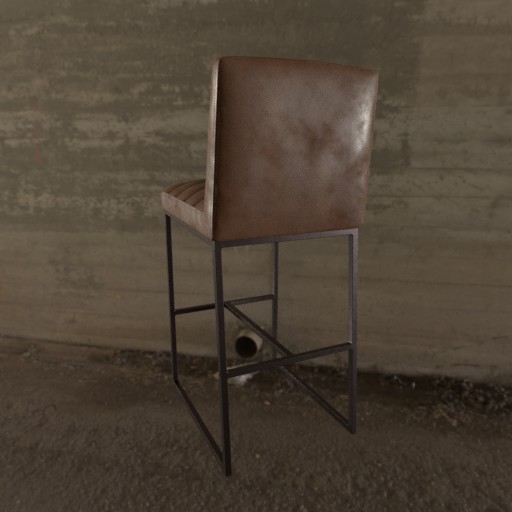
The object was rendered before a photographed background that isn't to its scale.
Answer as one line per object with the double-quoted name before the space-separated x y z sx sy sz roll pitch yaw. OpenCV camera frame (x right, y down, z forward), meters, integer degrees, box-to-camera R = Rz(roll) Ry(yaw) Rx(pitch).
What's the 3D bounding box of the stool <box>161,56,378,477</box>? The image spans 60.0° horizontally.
"stool" 0.000 0.000 1.396 0.463 1.065 0.562 -7 15 -25
